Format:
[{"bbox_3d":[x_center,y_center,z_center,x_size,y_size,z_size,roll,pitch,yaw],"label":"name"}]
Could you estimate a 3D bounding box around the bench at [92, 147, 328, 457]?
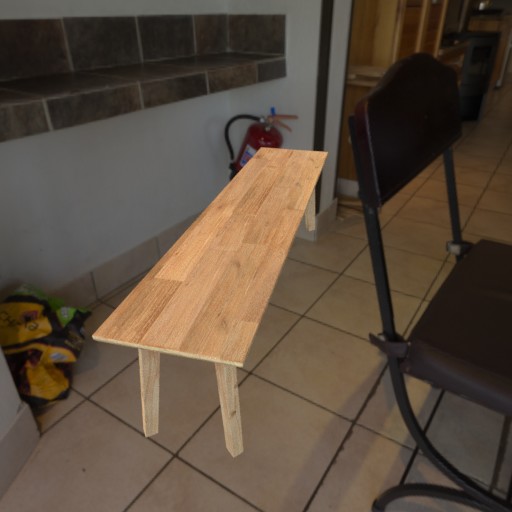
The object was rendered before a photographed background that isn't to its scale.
[{"bbox_3d":[0.000,0.000,1.845,0.378,0.431,1.698,7,30,13],"label":"bench"}]
